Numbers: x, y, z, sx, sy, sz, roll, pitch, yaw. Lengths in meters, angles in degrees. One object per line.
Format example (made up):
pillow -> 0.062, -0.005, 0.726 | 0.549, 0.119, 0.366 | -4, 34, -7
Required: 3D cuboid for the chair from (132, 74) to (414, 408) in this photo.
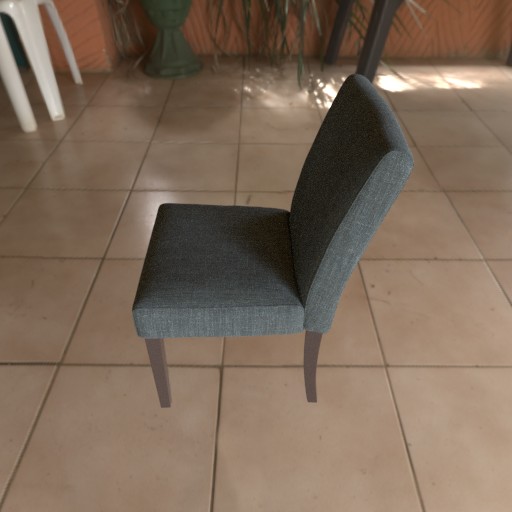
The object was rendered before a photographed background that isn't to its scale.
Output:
chair -> 0.000, 0.000, 1.276 | 0.629, 0.884, 0.487 | -1, 41, -1
